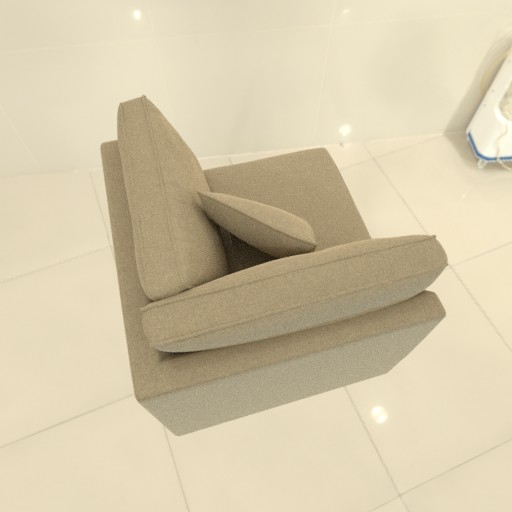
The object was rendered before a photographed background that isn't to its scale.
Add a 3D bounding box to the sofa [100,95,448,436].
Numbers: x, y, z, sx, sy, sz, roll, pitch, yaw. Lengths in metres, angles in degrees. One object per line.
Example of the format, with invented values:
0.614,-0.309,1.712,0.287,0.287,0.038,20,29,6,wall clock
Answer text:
0.000,0.000,1.960,1.084,1.002,1.146,-14,61,-8,sofa
